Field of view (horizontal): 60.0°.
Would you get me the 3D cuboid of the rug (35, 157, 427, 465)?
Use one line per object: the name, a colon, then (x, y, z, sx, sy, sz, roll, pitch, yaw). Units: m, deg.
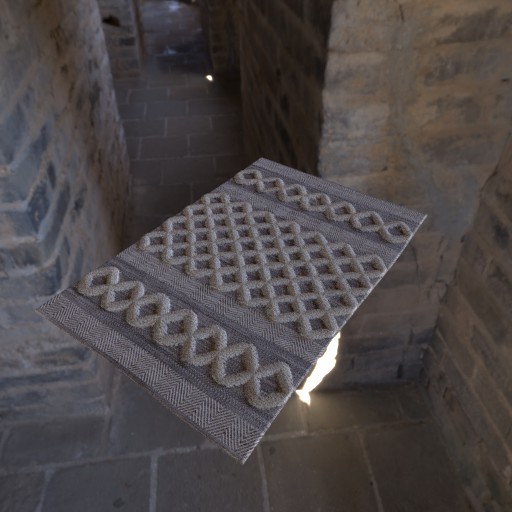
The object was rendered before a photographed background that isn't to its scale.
rug: (0.000, 0.000, 2.341, 1.222, 0.030, 1.823, 25, 46, 26)
